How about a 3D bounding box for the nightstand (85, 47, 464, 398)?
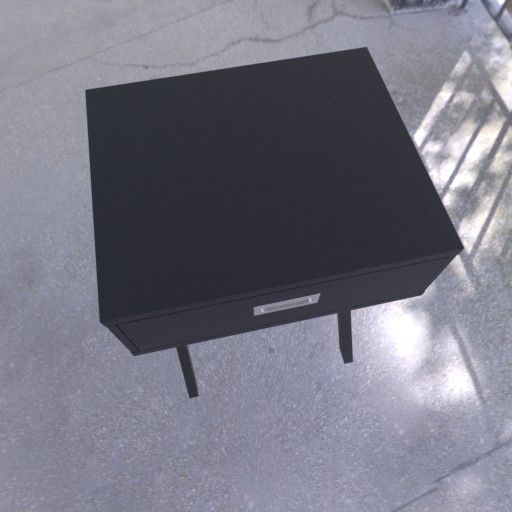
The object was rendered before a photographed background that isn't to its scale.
[{"bbox_3d":[0.000,0.000,0.930,0.479,0.623,0.402,-11,64,-5],"label":"nightstand"}]
